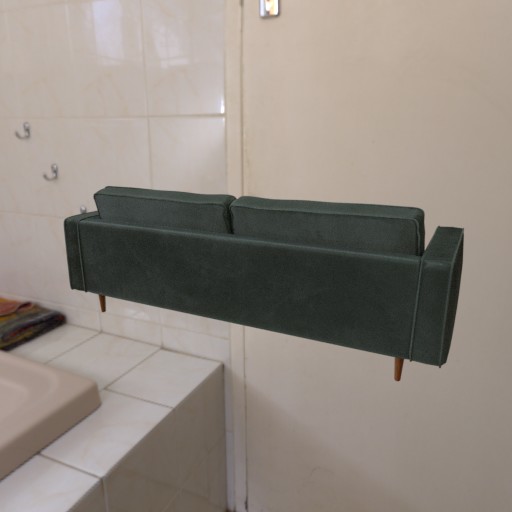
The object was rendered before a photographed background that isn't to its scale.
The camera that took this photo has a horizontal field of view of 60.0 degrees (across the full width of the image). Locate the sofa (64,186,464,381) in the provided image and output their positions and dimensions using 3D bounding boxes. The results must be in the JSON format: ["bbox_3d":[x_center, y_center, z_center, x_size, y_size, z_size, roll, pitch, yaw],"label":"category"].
[{"bbox_3d":[0.000,0.000,2.626,2.214,0.781,0.886,8,17,25],"label":"sofa"}]
